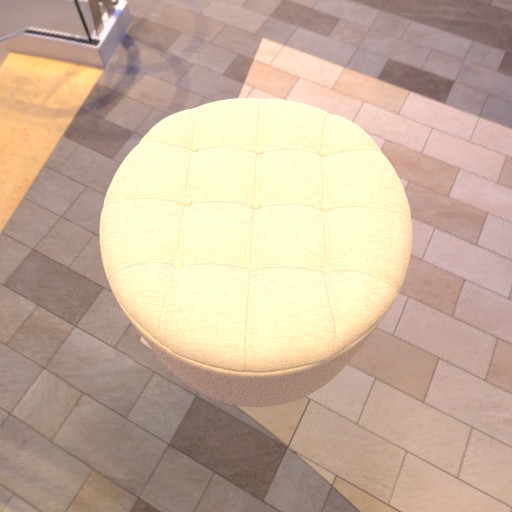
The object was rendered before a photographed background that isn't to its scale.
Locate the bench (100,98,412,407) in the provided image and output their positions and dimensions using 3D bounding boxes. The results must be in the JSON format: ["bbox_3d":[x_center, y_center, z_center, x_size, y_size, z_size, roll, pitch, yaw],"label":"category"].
[{"bbox_3d":[0.000,0.000,1.001,0.600,0.454,0.600,0,63,0],"label":"bench"}]
